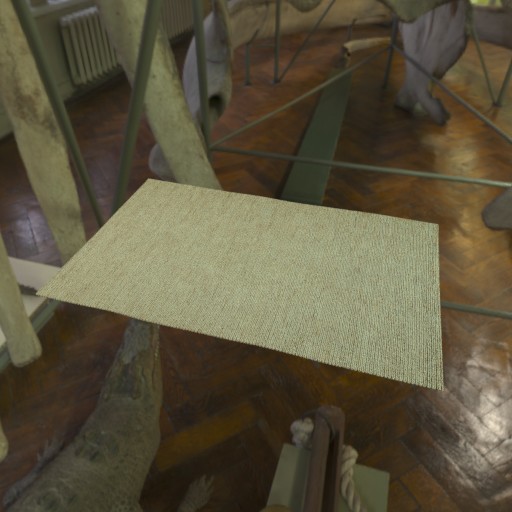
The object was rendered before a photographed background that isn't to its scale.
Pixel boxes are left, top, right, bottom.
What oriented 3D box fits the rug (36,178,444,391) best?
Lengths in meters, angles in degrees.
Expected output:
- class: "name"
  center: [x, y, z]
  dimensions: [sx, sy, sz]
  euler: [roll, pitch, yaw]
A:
- class: "rug"
  center: [0.000, 0.000, 3.080]
  dimensions: [2.439, 0.011, 1.533]
  euler: [11, 40, 13]
